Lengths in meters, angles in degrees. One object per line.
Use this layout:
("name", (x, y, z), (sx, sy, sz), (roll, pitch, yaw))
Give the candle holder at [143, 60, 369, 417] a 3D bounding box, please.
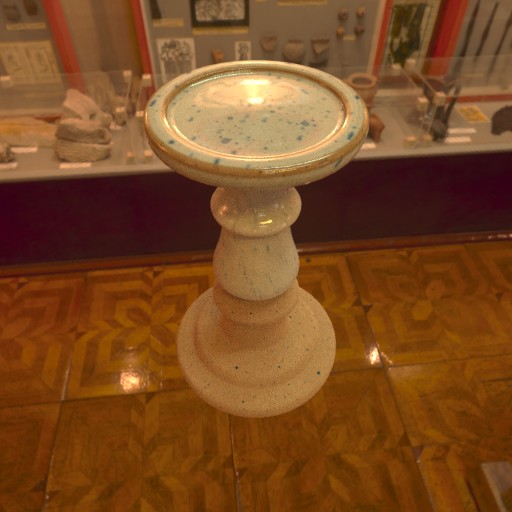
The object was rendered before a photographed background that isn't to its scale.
("candle holder", (0.000, 0.000, 0.277), (0.123, 0.202, 0.123), (0, 46, 0))
